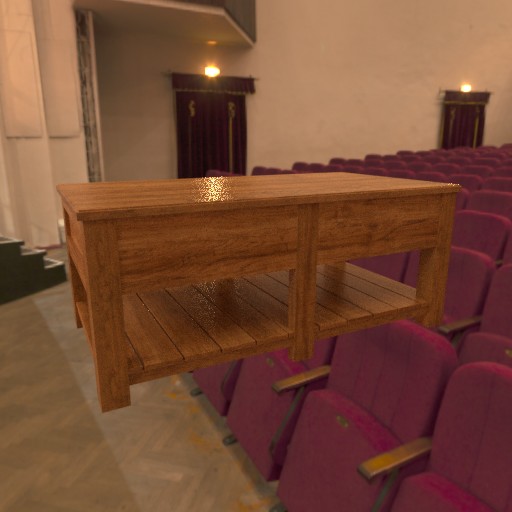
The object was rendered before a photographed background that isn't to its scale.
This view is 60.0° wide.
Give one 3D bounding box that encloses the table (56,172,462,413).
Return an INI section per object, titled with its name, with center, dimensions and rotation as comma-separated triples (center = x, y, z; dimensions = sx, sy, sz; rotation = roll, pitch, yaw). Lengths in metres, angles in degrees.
[table]
center = 0.000, 0.000, 1.492
dimensions = 1.150, 0.480, 0.635
rotation = -7, 17, -26
